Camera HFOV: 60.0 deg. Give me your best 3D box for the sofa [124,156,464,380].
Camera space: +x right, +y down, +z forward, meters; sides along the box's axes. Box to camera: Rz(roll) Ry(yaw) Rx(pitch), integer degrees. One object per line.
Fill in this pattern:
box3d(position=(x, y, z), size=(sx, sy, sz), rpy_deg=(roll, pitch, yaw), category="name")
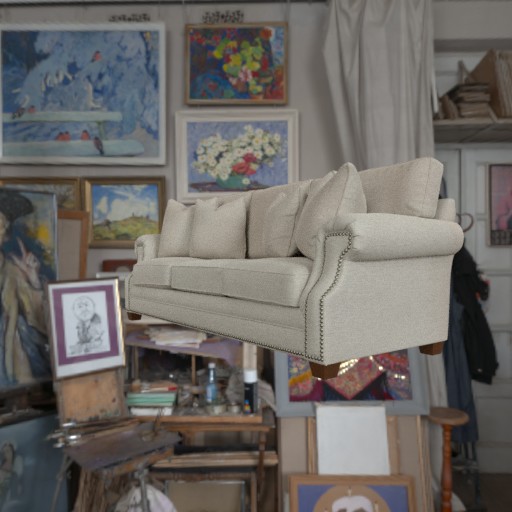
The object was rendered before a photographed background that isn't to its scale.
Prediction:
box3d(position=(0.000, 0.000, 2.831), size=(0.965, 0.975, 2.312), rpy_deg=(0, 0, -36), category="sofa")
